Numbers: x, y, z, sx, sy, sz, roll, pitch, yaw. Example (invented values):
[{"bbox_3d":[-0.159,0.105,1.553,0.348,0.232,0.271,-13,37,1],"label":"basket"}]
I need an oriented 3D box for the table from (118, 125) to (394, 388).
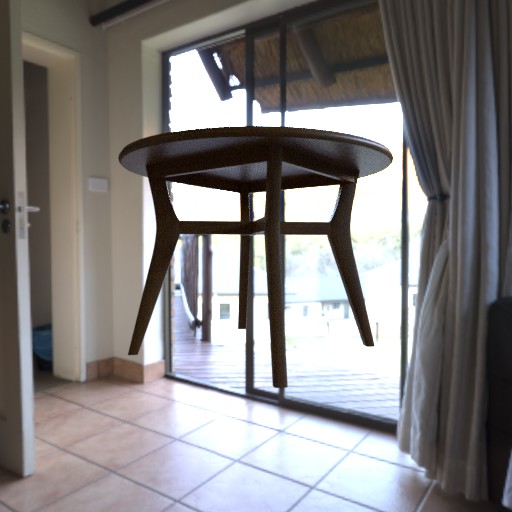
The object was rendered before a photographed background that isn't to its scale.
[{"bbox_3d":[0.000,0.000,1.785,1.055,0.757,1.055,0,1,0],"label":"table"}]
